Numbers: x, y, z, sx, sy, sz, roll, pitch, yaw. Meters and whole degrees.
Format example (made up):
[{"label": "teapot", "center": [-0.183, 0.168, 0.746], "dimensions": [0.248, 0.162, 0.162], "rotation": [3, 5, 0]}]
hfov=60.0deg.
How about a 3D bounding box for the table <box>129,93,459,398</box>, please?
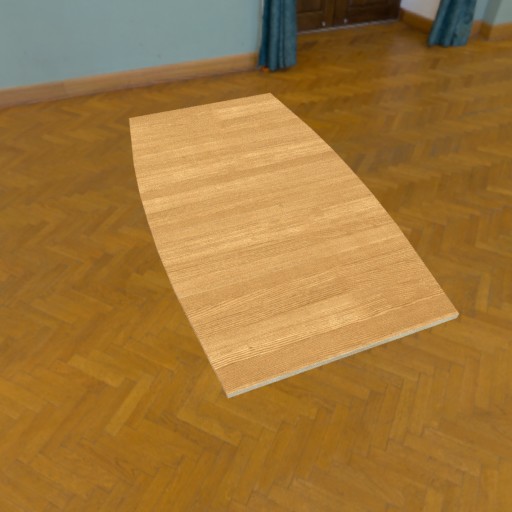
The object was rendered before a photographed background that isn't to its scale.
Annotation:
[{"label": "table", "center": [0.000, 0.000, 2.096], "dimensions": [0.900, 0.748, 1.598], "rotation": [-15, 48, -14]}]
